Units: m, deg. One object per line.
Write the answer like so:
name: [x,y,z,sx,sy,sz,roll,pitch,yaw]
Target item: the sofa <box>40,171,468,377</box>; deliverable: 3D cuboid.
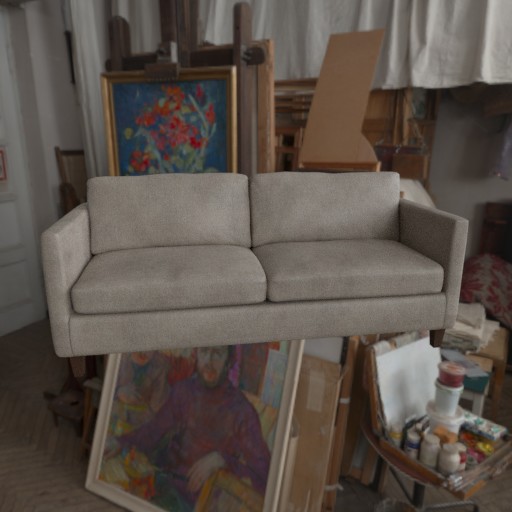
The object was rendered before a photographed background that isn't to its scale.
sofa: [0.000,0.000,2.708,2.208,0.965,0.951,-3,16,-9]
